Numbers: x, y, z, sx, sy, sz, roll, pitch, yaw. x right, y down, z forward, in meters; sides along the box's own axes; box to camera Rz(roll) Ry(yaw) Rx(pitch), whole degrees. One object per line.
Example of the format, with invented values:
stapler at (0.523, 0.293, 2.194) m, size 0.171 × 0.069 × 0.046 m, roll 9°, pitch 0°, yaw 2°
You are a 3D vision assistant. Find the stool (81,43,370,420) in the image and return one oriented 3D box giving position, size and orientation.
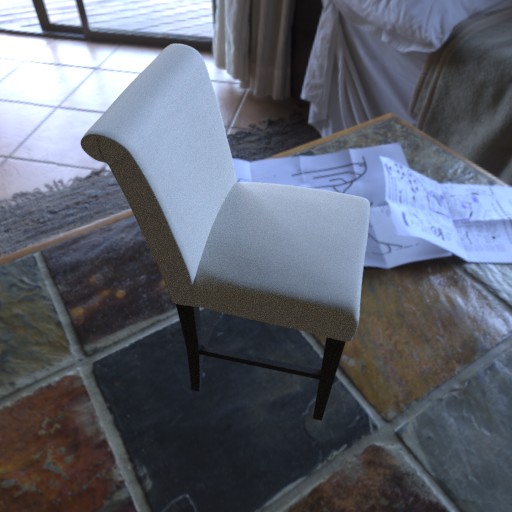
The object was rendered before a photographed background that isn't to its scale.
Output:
stool at (0.000, 0.000, 1.276) m, size 0.597 × 0.976 × 0.452 m, roll 10°, pitch 47°, yaw 9°
